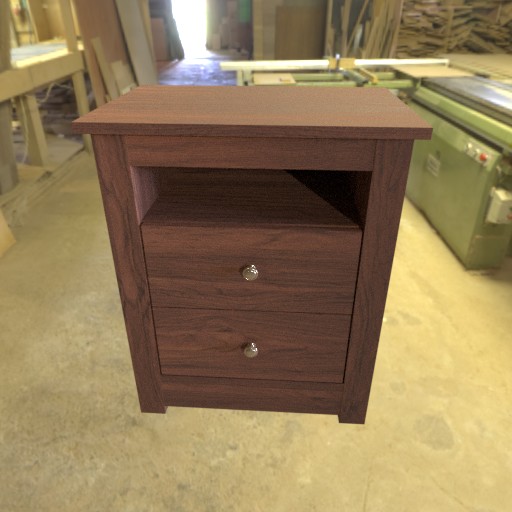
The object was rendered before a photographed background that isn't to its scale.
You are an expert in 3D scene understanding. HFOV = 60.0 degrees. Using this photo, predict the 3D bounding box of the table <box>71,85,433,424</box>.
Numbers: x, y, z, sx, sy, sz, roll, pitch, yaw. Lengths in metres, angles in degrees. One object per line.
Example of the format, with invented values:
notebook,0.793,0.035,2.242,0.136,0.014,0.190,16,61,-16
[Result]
table,0.000,0.000,1.066,0.589,0.711,0.406,2,29,3
